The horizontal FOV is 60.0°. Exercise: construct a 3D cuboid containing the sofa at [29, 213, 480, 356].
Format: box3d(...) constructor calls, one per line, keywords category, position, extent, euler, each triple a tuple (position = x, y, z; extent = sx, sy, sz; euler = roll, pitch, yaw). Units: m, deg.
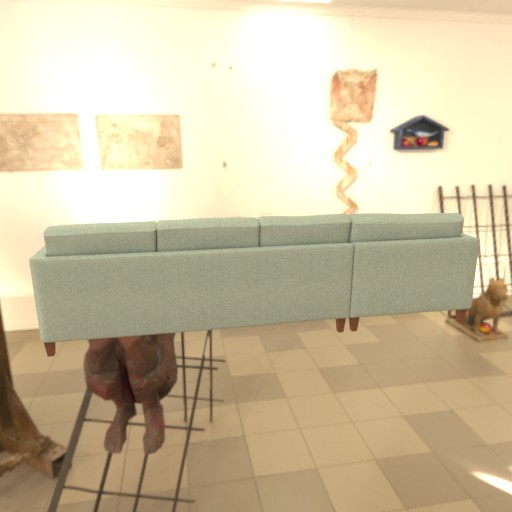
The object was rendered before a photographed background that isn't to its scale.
box3d(category="sofa", position=(0.000, 0.000, 4.122), extent=(3.470, 0.953, 1.600), euler=(-3, 15, -10))
